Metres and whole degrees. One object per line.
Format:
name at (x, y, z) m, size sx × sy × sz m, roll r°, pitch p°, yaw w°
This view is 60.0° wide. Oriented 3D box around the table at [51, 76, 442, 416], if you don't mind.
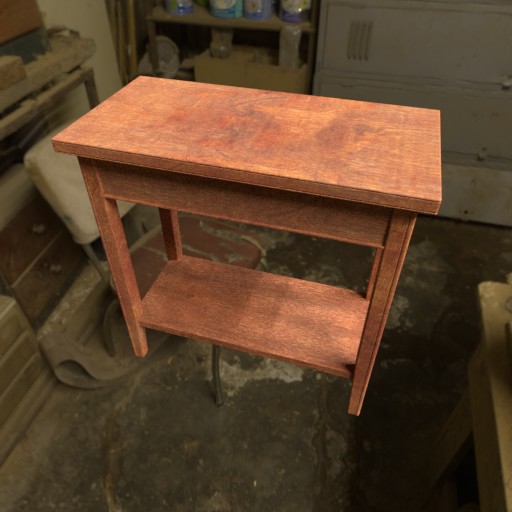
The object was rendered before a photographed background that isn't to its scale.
table at (0.000, 0.000, 0.967) m, size 0.610 × 0.610 × 0.305 m, roll 11°, pitch 43°, yaw 13°
